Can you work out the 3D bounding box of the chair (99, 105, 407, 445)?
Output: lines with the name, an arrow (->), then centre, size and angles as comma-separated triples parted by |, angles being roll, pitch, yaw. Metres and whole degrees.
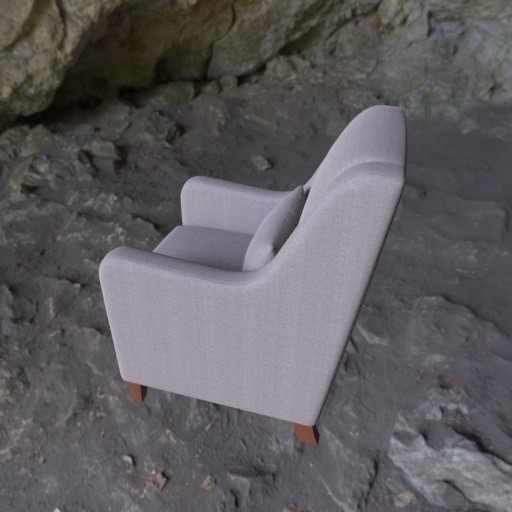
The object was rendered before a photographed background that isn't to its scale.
chair -> 0.000, 0.000, 1.609 | 0.890, 1.017, 0.715 | 8, 32, 13
